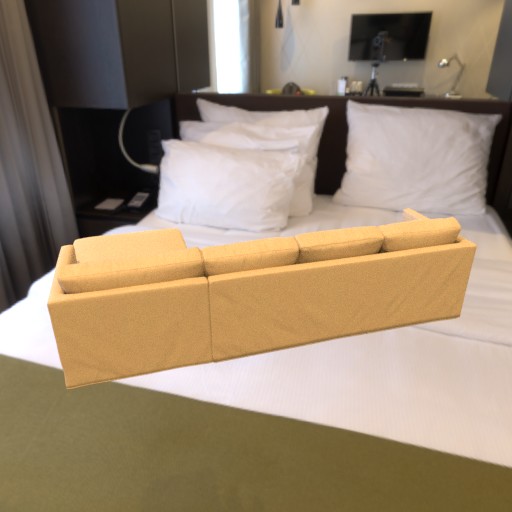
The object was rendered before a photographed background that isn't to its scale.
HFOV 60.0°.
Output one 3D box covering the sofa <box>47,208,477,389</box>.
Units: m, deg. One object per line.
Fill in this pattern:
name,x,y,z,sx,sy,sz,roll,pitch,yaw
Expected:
sofa,0.000,0.000,3.910,3.206,0.871,1.622,-7,27,-15
